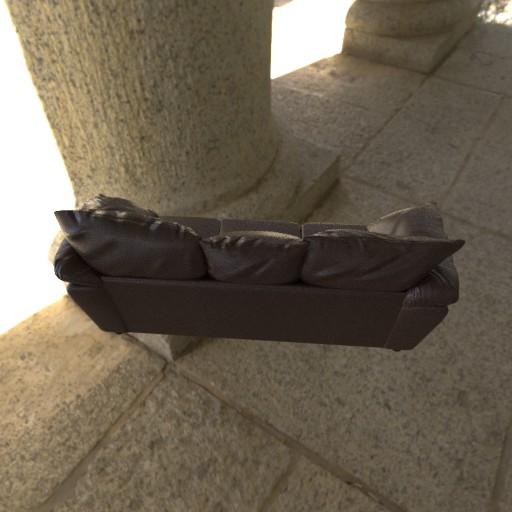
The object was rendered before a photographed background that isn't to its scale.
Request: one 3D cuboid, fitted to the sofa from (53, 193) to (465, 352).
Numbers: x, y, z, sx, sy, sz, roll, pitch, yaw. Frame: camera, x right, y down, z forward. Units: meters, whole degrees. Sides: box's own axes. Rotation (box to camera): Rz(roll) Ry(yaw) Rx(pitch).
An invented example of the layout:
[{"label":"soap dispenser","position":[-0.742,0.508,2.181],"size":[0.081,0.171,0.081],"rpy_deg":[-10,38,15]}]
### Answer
[{"label":"sofa","position":[0.000,0.000,2.887],"size":[2.390,1.091,0.907],"rpy_deg":[3,46,3]}]
